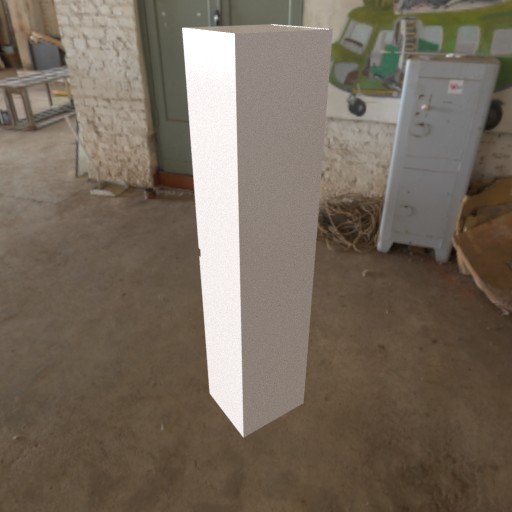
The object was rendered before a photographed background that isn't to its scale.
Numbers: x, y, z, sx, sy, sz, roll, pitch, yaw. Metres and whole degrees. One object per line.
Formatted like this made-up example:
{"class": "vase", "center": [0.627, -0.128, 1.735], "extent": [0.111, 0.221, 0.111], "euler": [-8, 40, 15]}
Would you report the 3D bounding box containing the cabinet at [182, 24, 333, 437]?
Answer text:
{"class": "cabinet", "center": [0.000, 0.000, 1.529], "extent": [0.300, 1.400, 0.269], "euler": [-19, 35, -29]}
